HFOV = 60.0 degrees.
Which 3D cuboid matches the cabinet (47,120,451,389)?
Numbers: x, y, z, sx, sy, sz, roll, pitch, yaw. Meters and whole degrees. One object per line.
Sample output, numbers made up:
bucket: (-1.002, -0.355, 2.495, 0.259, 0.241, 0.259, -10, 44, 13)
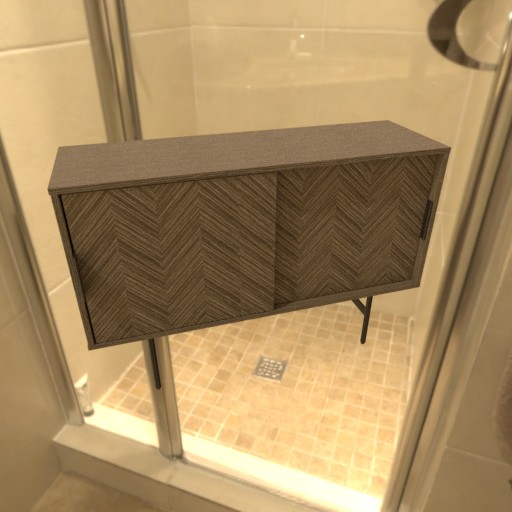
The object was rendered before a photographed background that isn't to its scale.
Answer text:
cabinet: (0.000, 0.000, 1.597, 1.194, 0.787, 0.405, -9, 32, -15)
